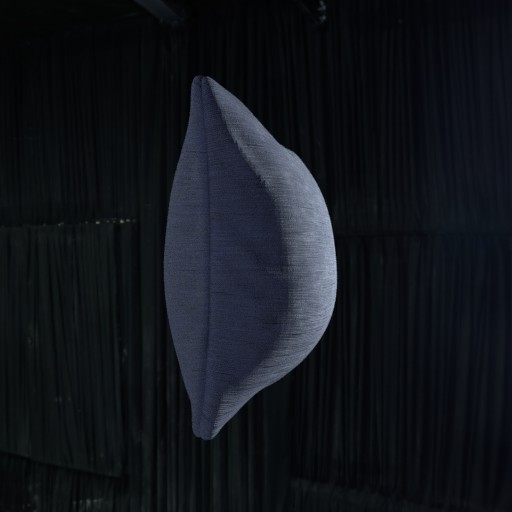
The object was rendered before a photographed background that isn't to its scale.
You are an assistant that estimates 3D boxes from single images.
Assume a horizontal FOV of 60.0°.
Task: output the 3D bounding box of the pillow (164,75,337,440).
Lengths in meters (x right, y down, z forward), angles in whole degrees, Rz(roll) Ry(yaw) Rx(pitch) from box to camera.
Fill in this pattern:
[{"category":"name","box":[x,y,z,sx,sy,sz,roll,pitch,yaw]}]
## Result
[{"category":"pillow","box":[0.000,0.000,0.698,0.246,0.414,0.432,0,0,17]}]
